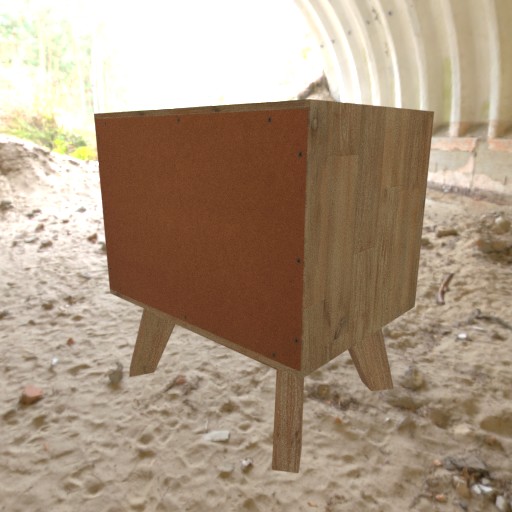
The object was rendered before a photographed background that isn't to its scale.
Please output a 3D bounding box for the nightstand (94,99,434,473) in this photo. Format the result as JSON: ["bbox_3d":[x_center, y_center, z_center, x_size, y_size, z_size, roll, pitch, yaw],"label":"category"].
[{"bbox_3d":[0.000,0.000,0.955,0.552,0.589,0.396,14,20,41],"label":"nightstand"}]
